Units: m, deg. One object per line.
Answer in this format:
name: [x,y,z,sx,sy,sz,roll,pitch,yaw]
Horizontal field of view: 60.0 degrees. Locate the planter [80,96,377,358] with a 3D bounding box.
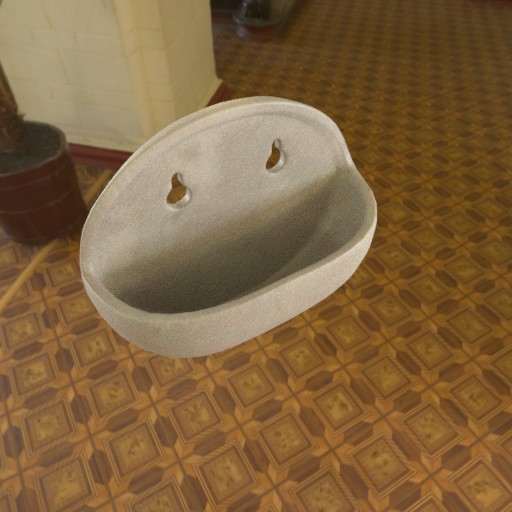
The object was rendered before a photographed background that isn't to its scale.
planter: [0.000,0.000,0.265,0.190,0.164,0.073,-24,51,-21]
